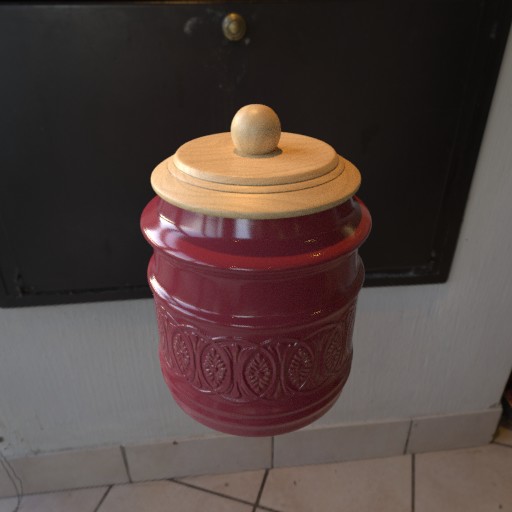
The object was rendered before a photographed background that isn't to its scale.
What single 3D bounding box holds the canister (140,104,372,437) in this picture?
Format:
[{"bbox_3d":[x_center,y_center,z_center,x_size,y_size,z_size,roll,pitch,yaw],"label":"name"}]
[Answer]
[{"bbox_3d":[0.000,0.000,0.269,0.130,0.176,0.130,0,30,0],"label":"canister"}]
